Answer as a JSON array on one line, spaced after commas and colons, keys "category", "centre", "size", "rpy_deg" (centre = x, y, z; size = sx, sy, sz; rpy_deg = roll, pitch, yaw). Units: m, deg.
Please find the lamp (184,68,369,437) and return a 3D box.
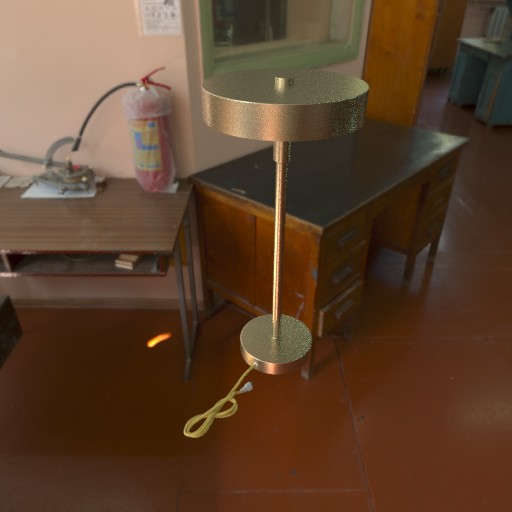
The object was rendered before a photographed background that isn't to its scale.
[{"category": "lamp", "centre": [0.000, 0.000, 0.694], "size": [0.229, 0.508, 0.369], "rpy_deg": [20, 38, 28]}]
